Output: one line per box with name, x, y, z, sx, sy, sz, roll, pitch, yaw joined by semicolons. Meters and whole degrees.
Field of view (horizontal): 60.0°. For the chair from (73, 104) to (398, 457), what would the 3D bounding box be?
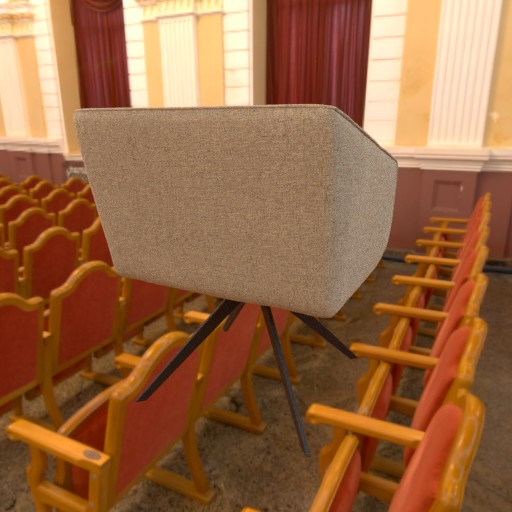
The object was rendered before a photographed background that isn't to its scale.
chair;0.000;0.000;1.218;0.628;0.760;0.623;9;19;26
